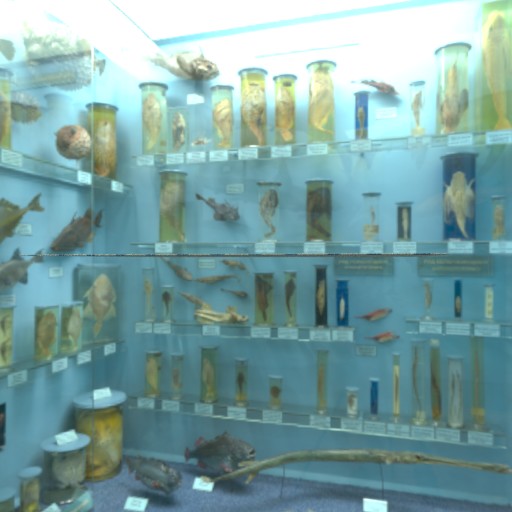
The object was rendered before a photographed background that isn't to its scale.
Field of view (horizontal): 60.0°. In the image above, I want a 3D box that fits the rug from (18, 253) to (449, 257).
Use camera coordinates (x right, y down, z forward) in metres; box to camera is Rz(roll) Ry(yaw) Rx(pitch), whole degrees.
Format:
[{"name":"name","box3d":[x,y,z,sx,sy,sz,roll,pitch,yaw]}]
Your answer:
[{"name":"rug","box3d":[0.000,0.000,4.112,3.059,0.008,2.453,0,0,18]}]
